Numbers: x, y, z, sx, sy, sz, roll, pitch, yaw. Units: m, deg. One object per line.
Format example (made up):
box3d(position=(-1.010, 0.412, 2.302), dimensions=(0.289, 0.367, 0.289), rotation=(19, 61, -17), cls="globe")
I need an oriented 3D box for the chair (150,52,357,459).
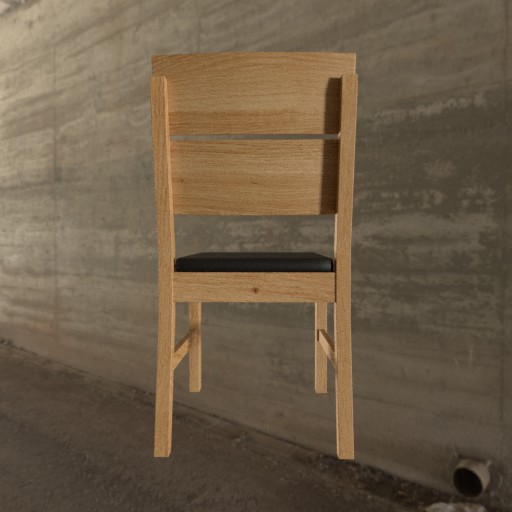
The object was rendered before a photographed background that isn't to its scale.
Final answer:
box3d(position=(0.000, 0.000, 1.297), dimensions=(0.475, 0.950, 0.569), rotation=(0, 1, 1), cls="chair")
